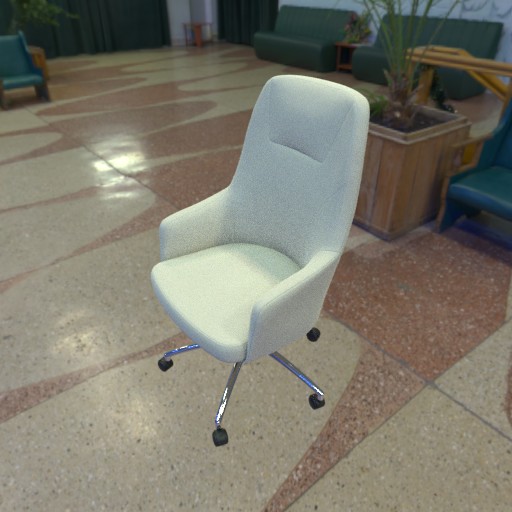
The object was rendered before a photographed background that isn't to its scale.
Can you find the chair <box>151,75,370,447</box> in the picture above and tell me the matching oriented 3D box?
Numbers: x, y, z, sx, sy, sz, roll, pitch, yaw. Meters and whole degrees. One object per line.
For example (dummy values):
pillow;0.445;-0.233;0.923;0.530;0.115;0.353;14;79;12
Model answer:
chair;0.000;0.000;1.480;0.640;1.049;0.620;-21;39;-30
